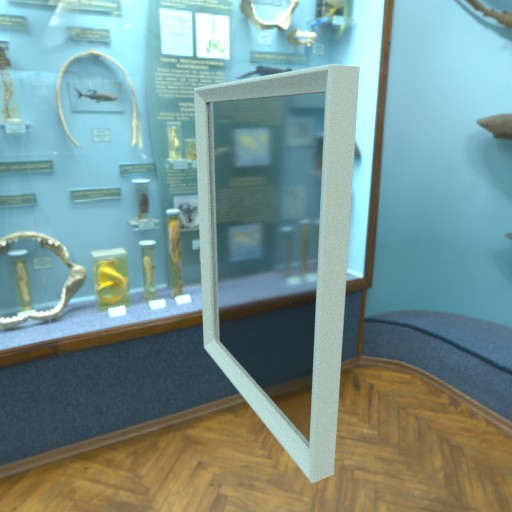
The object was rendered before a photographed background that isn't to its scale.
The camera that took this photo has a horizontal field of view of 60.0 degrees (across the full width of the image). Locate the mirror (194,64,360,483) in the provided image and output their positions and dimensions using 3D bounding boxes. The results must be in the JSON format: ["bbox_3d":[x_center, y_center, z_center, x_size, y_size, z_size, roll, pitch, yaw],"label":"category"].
[{"bbox_3d":[0.000,0.000,0.688,0.041,0.509,0.406,-8,19,-25],"label":"mirror"}]
